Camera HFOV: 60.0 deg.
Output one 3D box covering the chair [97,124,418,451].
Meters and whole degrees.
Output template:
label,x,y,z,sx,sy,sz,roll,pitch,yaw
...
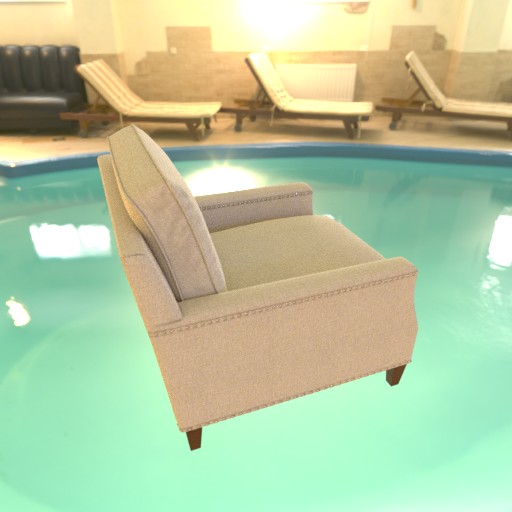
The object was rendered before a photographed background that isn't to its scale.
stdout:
label,x,y,z,sx,sy,sz,roll,pitch,yaw
chair,0.000,0.000,1.717,1.014,0.943,0.853,-11,32,-18
